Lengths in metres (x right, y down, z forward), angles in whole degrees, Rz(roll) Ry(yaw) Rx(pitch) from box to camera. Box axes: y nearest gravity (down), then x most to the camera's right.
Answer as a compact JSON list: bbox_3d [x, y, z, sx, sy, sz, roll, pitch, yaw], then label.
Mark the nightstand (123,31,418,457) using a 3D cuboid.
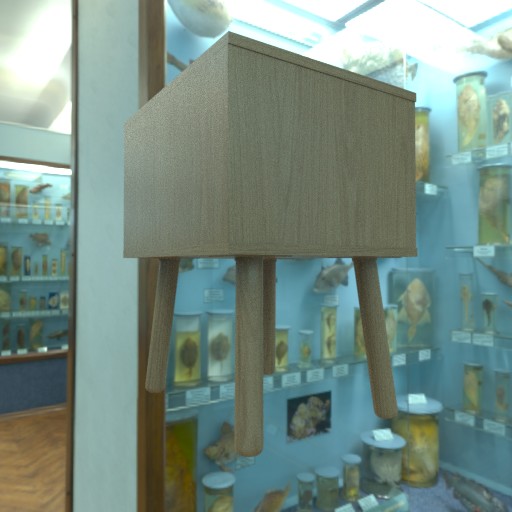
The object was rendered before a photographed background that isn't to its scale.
[{"bbox_3d":[0.000,0.000,0.859,0.380,0.571,0.450,1,-1,-33],"label":"nightstand"}]
